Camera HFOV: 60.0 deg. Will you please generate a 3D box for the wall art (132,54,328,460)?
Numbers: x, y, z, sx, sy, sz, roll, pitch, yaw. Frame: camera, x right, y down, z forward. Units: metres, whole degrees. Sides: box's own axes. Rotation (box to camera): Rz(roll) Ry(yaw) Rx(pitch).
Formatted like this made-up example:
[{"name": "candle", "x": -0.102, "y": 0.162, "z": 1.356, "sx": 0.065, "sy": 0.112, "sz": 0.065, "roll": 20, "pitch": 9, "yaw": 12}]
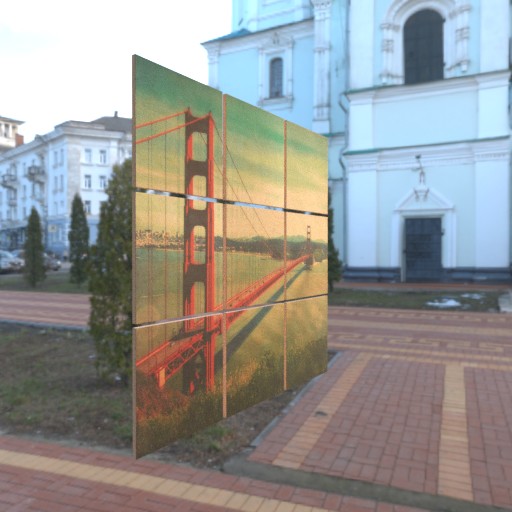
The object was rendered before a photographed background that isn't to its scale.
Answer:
[{"name": "wall art", "x": 0.000, "y": 0.000, "z": 1.809, "sx": 0.016, "sy": 1.207, "sz": 1.217, "roll": 0, "pitch": 1, "yaw": 37}]
